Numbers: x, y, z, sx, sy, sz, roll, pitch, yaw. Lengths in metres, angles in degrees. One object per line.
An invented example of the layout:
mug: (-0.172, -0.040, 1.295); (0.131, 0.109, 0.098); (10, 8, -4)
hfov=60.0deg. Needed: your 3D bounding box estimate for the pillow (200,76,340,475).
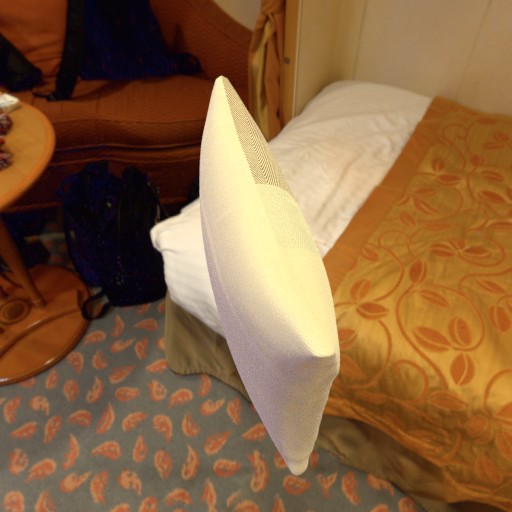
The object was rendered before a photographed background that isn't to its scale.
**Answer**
pillow: (0.000, 0.000, 0.629); (0.139, 0.305, 0.506); (-9, 47, -9)
